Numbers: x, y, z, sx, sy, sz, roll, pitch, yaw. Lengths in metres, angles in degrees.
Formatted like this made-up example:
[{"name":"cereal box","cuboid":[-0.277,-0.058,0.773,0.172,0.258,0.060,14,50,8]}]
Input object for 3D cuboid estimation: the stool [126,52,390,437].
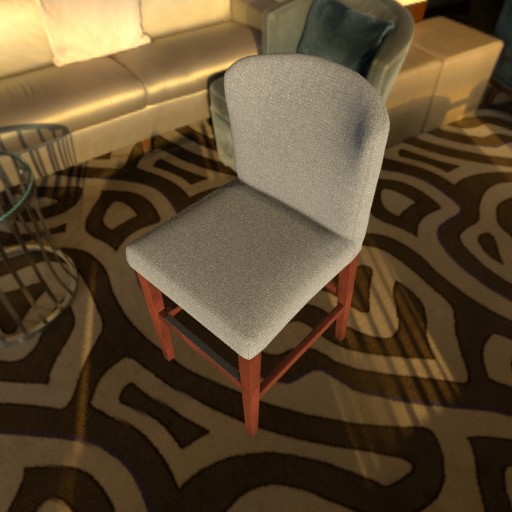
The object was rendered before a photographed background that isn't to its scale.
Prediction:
[{"name":"stool","cuboid":[0.000,0.000,1.294,0.479,0.968,0.568,33,54,28]}]
